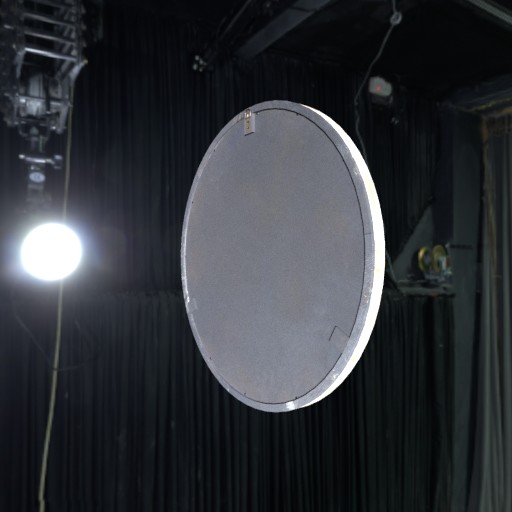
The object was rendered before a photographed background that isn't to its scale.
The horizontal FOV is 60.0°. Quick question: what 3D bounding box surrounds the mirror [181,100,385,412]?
[{"bbox_3d":[0.000,0.000,1.059,0.038,0.710,0.710,1,-1,-37],"label":"mirror"}]
